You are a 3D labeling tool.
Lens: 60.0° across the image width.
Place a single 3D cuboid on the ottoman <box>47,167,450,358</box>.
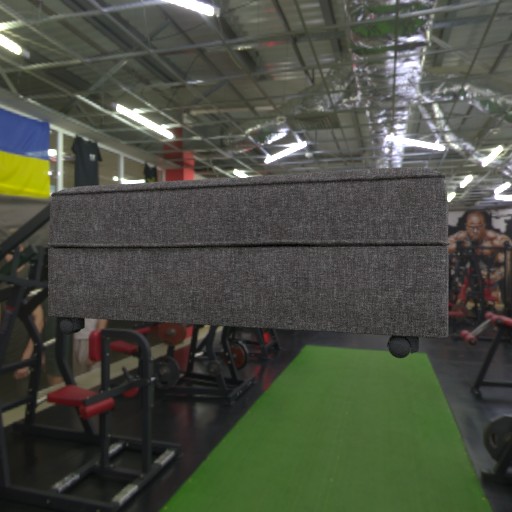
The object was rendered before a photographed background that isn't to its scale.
[{"bbox_3d":[0.000,0.000,1.526,1.184,0.487,0.717,0,0,19],"label":"ottoman"}]
